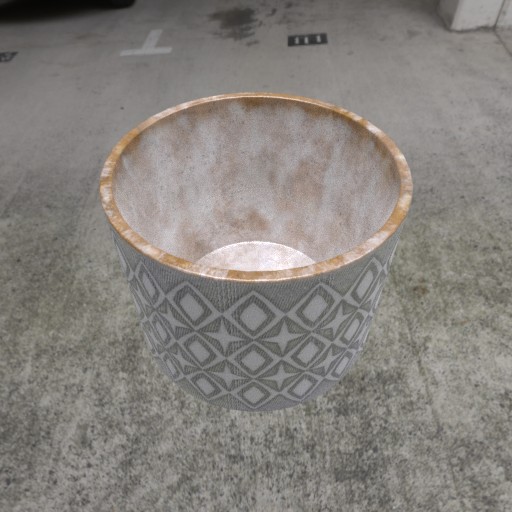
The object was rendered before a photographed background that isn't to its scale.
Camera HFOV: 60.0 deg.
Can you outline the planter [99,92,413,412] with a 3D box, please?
[{"bbox_3d":[0.000,0.000,0.450,0.255,0.223,0.255,0,47,0],"label":"planter"}]
